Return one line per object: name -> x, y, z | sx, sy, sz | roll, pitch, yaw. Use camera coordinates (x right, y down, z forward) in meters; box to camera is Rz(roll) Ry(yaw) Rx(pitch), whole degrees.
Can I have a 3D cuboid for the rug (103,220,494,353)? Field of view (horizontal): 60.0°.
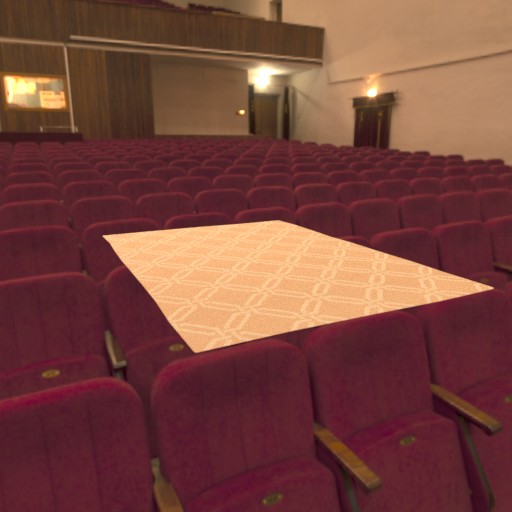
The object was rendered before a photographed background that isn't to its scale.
rug -> 0.000, 0.000, 2.723 | 1.524, 0.013, 2.135 | -7, 16, -26
